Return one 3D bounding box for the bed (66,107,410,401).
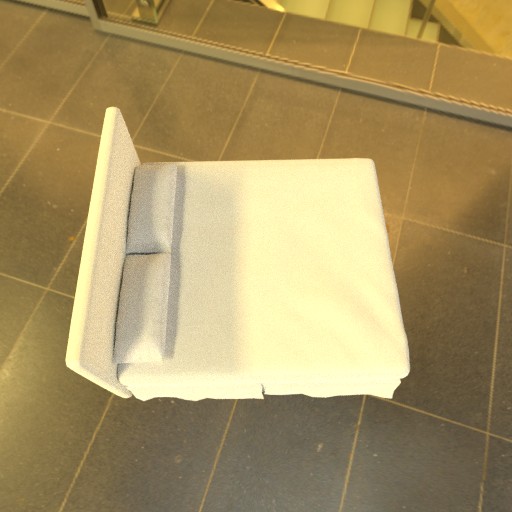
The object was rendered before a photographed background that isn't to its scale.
[{"bbox_3d":[0.000,0.000,3.623,2.341,1.317,2.119,-1,64,-1],"label":"bed"}]
